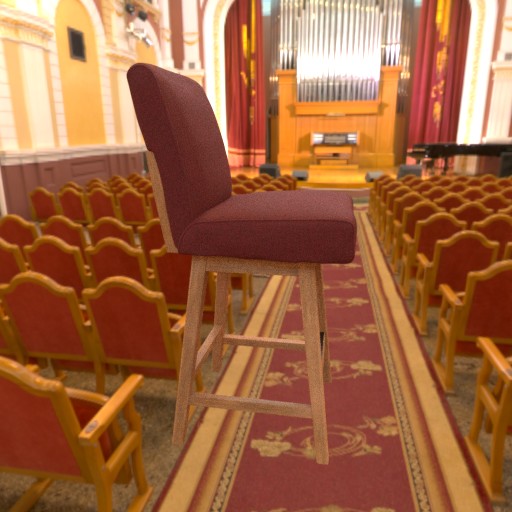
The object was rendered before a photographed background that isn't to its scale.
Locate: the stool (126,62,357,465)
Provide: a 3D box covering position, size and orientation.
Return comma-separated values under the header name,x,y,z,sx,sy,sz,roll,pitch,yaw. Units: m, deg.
name,x,y,z,sx,sy,sz,roll,pitch,yaw
stool,0.000,0.000,1.319,0.562,1.038,0.468,3,16,10
